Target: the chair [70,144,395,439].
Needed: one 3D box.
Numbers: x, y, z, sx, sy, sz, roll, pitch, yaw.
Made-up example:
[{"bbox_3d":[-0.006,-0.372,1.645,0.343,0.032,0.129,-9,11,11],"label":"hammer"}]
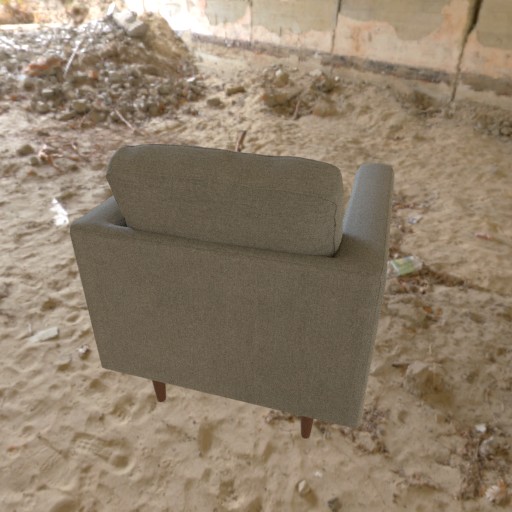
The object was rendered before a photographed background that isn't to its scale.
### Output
[{"bbox_3d":[0.000,0.000,1.538,0.855,0.927,0.800,9,33,14],"label":"chair"}]
